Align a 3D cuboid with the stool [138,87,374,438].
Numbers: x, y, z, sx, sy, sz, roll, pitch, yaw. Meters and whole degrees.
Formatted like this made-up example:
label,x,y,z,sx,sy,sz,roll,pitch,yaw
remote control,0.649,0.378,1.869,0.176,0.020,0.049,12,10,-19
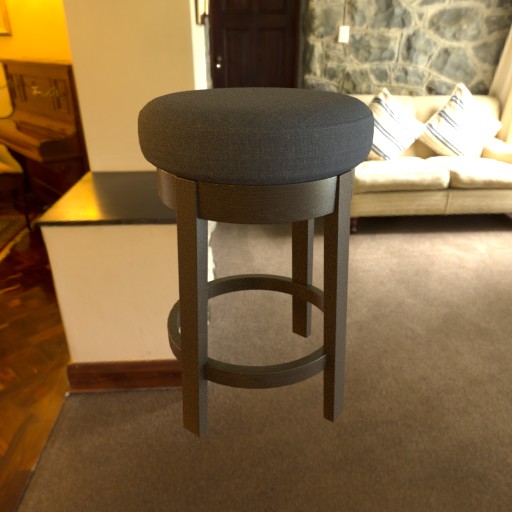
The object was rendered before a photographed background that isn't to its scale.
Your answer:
label,x,y,z,sx,sy,sz,roll,pitch,yaw
stool,0.000,0.000,0.944,0.449,0.655,0.449,0,26,0
